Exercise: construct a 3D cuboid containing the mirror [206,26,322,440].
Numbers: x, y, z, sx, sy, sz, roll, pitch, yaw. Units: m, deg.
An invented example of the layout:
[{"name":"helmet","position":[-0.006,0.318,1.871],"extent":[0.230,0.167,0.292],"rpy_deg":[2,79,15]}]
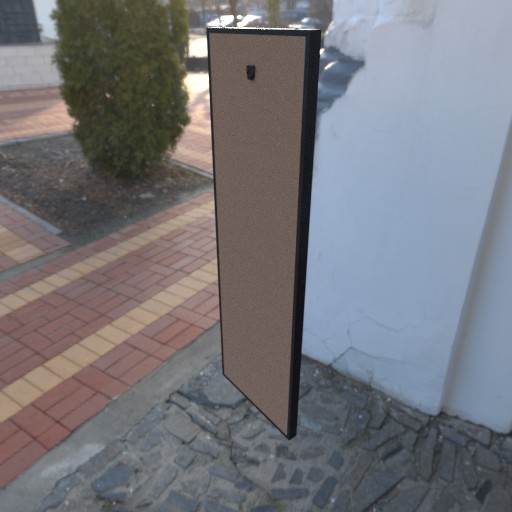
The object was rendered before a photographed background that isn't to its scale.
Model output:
[{"name":"mirror","position":[0.000,0.000,1.176],"extent":[0.042,1.080,0.354],"rpy_deg":[-20,34,-33]}]
